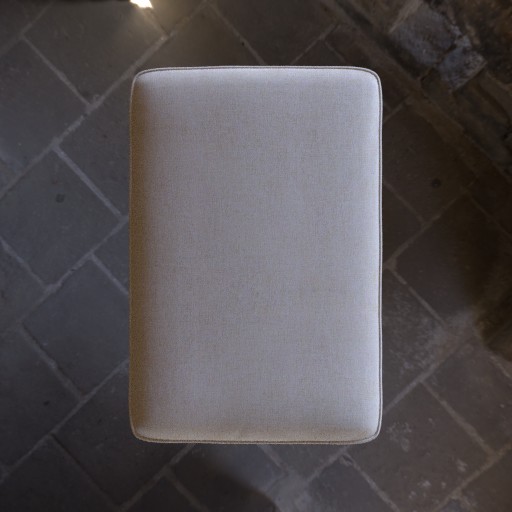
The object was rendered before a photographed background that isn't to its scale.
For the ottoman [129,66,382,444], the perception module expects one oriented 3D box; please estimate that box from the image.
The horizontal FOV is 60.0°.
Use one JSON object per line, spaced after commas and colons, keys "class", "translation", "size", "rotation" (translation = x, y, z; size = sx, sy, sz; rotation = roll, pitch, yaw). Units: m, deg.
{"class": "ottoman", "translation": [0.000, 0.000, 1.203], "size": [0.583, 0.484, 0.862], "rotation": [0, 90, 1]}
